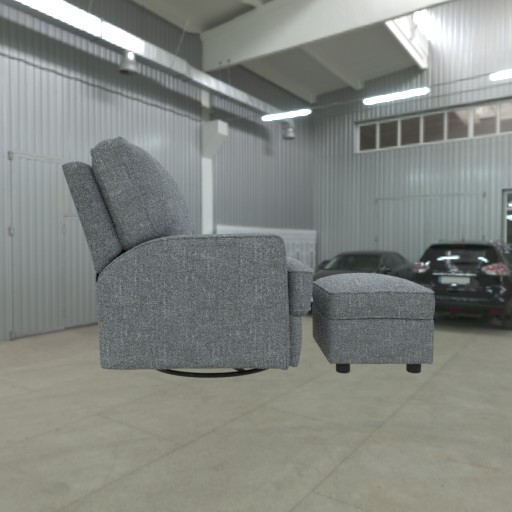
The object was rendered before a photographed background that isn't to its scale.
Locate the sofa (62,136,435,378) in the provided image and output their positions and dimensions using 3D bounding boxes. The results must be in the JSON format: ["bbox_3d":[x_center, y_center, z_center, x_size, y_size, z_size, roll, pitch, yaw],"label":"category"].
[{"bbox_3d":[0.000,0.000,2.055,1.472,0.959,0.861,0,1,0],"label":"sofa"}]
